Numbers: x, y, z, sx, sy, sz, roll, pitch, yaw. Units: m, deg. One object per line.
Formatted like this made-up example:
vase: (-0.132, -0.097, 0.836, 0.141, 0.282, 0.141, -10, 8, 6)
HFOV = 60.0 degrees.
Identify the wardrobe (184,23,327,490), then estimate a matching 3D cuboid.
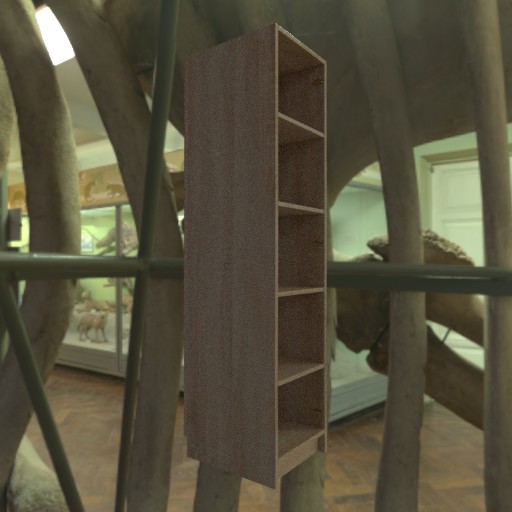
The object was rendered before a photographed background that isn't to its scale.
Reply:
wardrobe: (0.000, 0.000, 2.381, 0.588, 2.117, 0.496, 0, 0, 37)
